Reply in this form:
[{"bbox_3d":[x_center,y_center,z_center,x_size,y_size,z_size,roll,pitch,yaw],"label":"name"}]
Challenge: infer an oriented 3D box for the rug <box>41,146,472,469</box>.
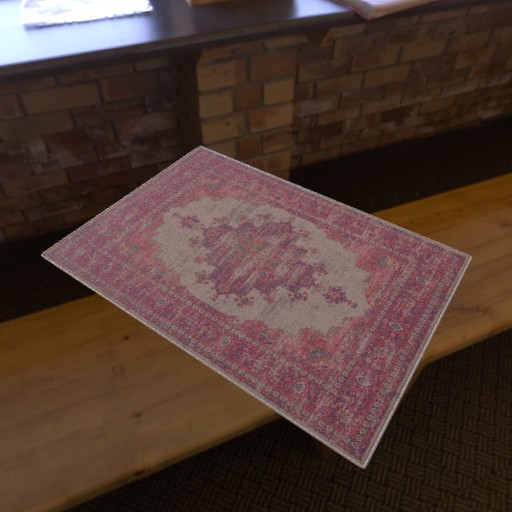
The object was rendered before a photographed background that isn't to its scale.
[{"bbox_3d":[0.000,0.000,3.591,2.878,0.014,2.005,27,51,24],"label":"rug"}]
